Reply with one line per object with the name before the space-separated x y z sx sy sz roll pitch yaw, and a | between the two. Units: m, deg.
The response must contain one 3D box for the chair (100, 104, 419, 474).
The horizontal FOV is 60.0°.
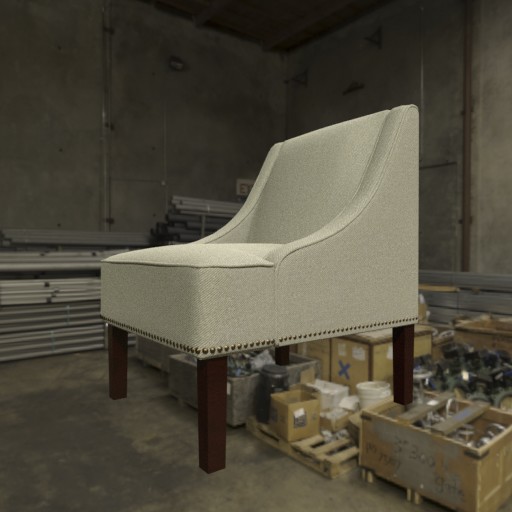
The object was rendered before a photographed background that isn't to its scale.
chair | 0.000 0.000 1.317 0.748 0.872 0.628 0 1 -37
